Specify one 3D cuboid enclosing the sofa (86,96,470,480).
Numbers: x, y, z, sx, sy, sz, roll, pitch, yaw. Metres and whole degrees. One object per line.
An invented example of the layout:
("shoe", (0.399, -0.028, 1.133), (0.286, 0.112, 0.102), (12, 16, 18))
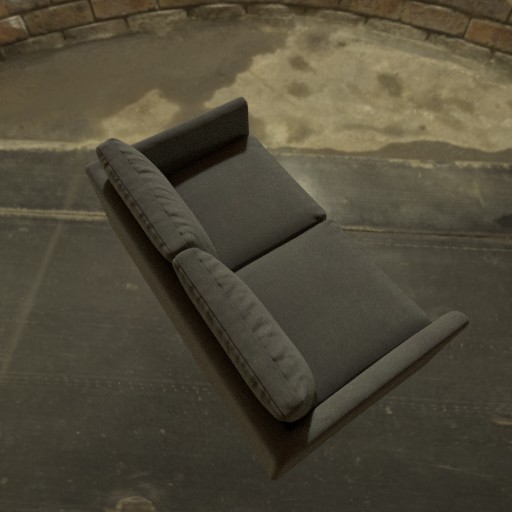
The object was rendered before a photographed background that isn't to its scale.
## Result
("sofa", (0.000, 0.000, 2.445), (1.091, 0.845, 1.909), (-30, 63, -17))
